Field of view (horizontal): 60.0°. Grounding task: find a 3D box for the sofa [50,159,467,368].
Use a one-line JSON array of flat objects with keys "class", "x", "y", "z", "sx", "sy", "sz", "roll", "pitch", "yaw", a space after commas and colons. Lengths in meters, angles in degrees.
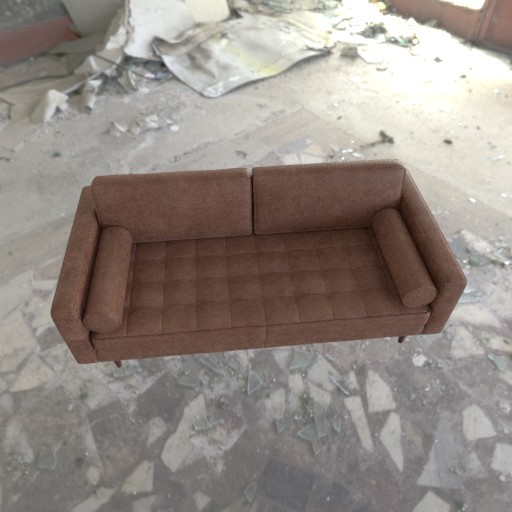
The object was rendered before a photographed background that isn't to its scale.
[{"class": "sofa", "x": 0.000, "y": 0.000, "z": 2.362, "sx": 1.870, "sy": 0.760, "sz": 0.910, "roll": -4, "pitch": 47, "yaw": -4}]
